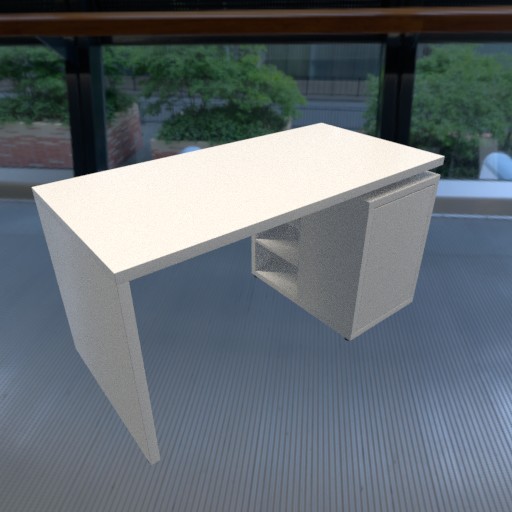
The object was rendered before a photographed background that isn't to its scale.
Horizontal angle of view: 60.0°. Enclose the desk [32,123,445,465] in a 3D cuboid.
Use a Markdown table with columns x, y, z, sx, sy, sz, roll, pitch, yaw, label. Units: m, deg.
| x | y | z | sx | sy | sz | roll | pitch | yaw | label |
| --- | --- | --- | --- | --- | --- | --- | --- | --- | --- |
| 0.000 | 0.000 | 1.836 | 1.400 | 0.740 | 0.690 | -22 | 37 | -32 | desk |
